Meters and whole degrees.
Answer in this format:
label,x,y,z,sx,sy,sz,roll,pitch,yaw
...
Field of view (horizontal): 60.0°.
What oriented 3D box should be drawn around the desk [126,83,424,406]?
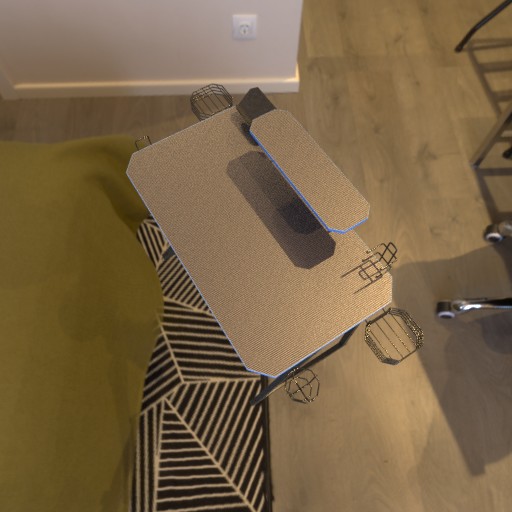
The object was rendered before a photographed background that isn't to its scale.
label,x,y,z,sx,sy,sz,roll,pitch,yaw
desk,0.000,0.000,1.807,0.594,0.909,1.295,-30,68,-13
